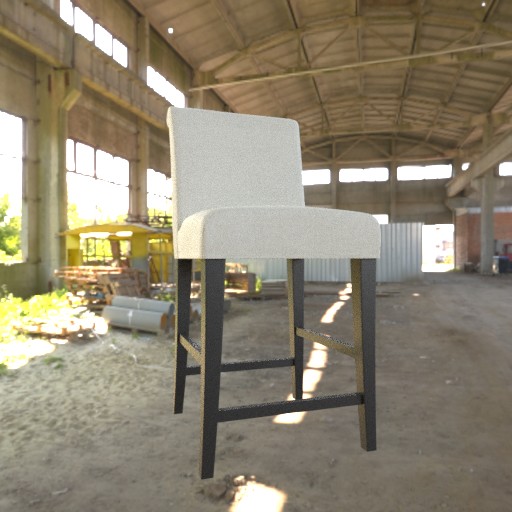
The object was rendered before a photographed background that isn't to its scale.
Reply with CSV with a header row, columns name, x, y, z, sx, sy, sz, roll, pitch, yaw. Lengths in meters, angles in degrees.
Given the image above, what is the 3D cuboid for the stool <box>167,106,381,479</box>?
name,x,y,z,sx,sy,sz,roll,pitch,yaw
stool,0.000,0.000,1.290,0.452,0.976,0.597,0,0,-19
